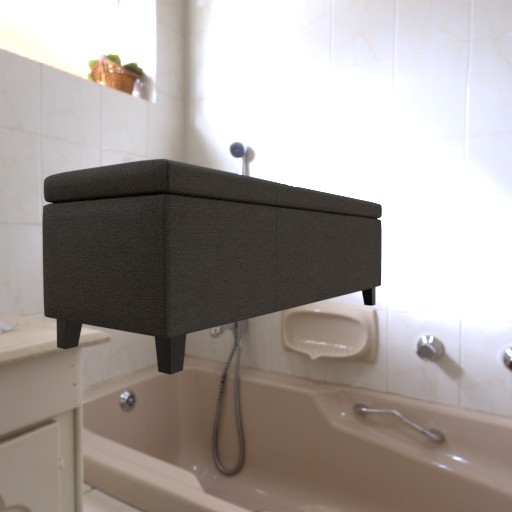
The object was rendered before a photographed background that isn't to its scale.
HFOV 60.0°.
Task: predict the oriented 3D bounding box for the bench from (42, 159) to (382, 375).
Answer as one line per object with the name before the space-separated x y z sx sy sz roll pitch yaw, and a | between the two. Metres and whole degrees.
bench | 0.000 0.000 1.488 0.446 0.438 1.269 1 2 35
